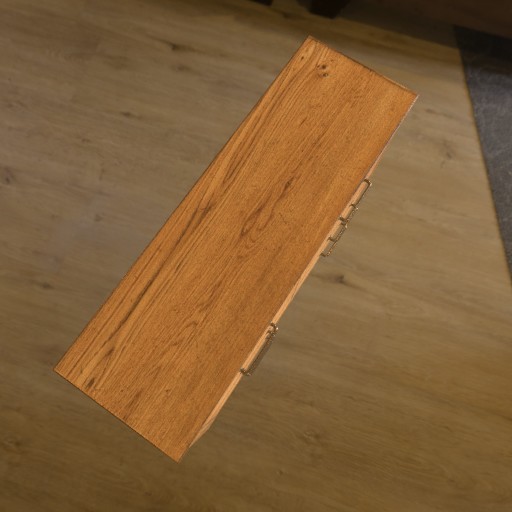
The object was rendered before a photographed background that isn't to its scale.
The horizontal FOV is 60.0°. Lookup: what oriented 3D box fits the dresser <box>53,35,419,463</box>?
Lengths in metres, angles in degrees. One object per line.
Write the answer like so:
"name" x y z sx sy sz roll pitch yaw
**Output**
"dresser" 0.000 0.000 2.098 0.563 0.932 1.657 33 77 9
